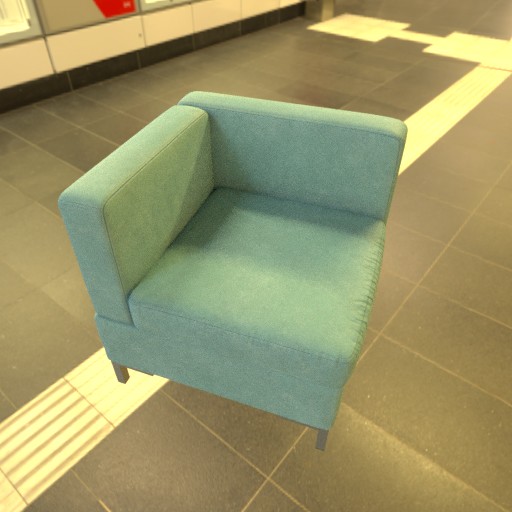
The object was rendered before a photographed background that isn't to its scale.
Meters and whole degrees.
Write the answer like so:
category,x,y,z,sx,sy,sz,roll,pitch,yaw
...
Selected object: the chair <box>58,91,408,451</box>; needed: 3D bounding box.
category,x,y,z,sx,sy,sz,roll,pitch,yaw
chair,0.000,0.000,1.253,0.680,0.660,0.680,13,42,15
